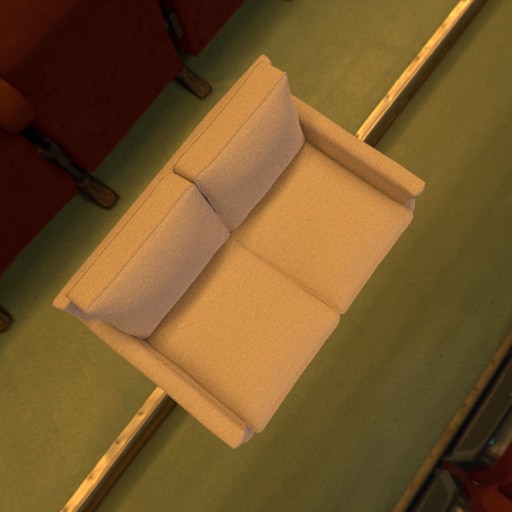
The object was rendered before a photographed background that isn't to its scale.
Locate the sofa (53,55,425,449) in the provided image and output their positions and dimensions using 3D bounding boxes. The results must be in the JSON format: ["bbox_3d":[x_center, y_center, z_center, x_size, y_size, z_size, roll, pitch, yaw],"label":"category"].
[{"bbox_3d":[0.000,0.000,2.283,1.084,1.003,1.597,37,81,7],"label":"sofa"}]
